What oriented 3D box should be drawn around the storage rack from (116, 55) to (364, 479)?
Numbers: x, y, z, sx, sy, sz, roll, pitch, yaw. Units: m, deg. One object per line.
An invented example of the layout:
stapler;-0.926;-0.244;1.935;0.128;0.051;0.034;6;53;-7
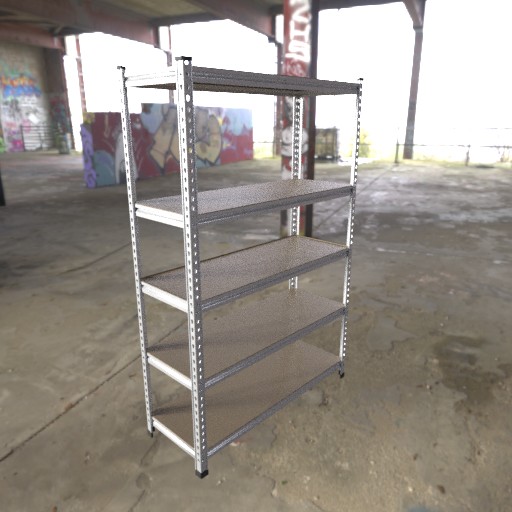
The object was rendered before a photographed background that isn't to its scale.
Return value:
storage rack;0.000;0.000;2.382;0.457;1.829;1.219;16;23;41
